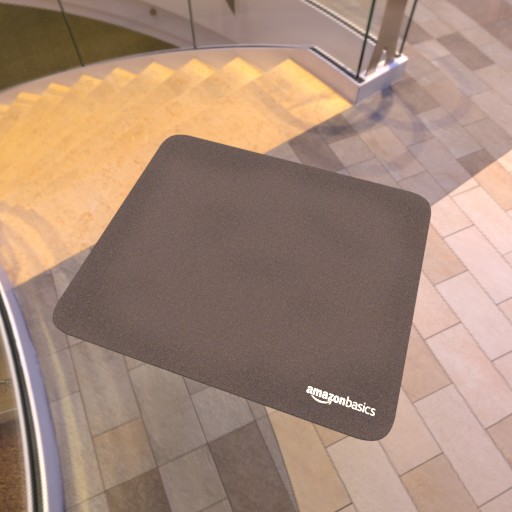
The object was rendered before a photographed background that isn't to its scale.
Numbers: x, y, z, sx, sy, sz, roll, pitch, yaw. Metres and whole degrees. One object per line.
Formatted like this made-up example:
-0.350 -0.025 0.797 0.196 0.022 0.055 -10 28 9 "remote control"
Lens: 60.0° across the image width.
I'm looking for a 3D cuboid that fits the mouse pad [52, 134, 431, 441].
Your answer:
0.000 0.000 0.441 0.315 0.002 0.269 17 59 10 "mouse pad"
